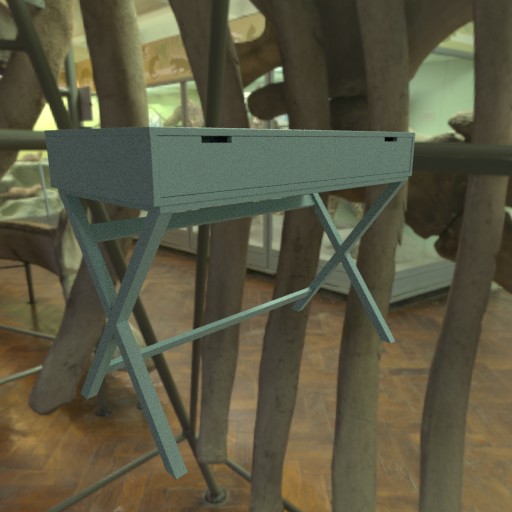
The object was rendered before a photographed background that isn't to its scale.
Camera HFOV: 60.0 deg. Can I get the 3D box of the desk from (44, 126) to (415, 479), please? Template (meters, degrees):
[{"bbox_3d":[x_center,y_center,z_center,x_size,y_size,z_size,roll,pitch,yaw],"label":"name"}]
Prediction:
[{"bbox_3d":[0.000,0.000,1.444,1.059,0.780,0.509,-14,20,-43],"label":"desk"}]
